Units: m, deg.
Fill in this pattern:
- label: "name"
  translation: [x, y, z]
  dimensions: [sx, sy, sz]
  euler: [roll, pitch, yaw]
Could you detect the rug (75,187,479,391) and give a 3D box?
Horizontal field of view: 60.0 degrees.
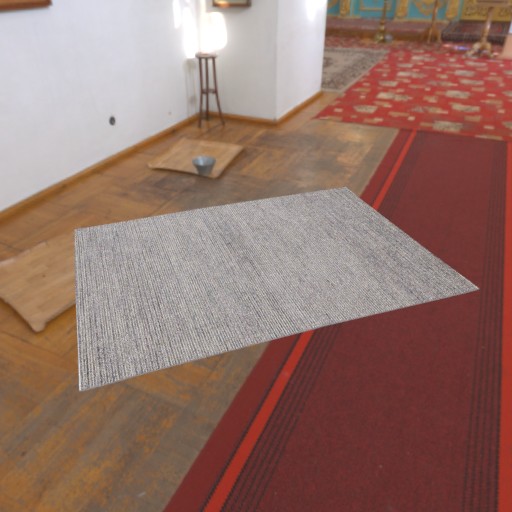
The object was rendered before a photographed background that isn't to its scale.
- label: "rug"
  translation: [0.000, 0.000, 2.991]
  dimensions: [2.307, 0.030, 1.604]
  euler: [-11, 34, -16]
